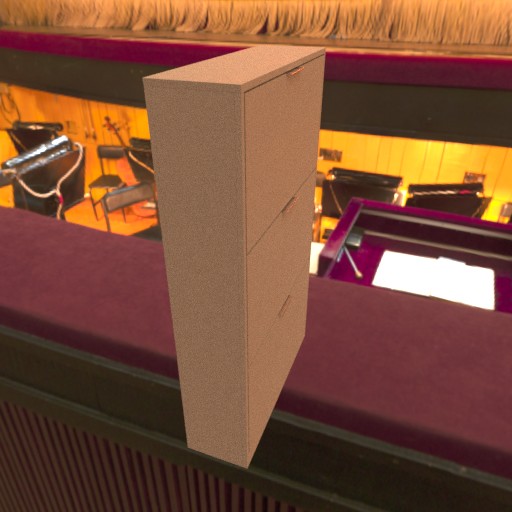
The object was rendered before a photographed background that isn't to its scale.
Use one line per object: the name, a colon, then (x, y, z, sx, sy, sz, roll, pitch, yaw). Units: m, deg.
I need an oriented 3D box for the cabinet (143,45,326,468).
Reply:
cabinet: (0.000, 0.000, 1.568, 0.250, 1.280, 0.750, 11, 33, 18)
